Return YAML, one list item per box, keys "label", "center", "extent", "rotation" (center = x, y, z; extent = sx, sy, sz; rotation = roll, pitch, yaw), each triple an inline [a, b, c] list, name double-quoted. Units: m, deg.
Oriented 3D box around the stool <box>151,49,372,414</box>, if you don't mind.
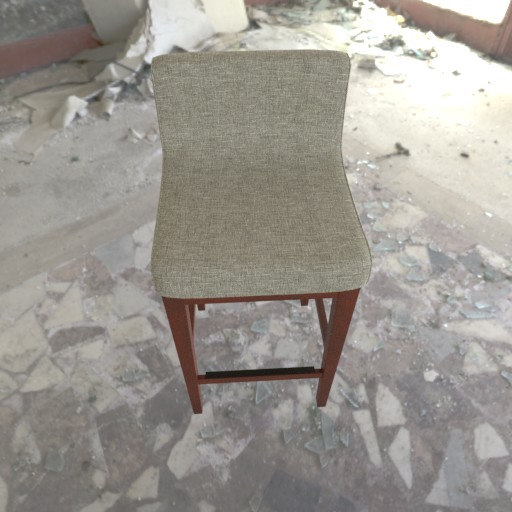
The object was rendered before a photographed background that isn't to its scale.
- label: "stool"
  center: [0.000, 0.000, 1.092]
  extent: [0.417, 0.835, 0.459]
  rotation: [-2, 46, -2]
